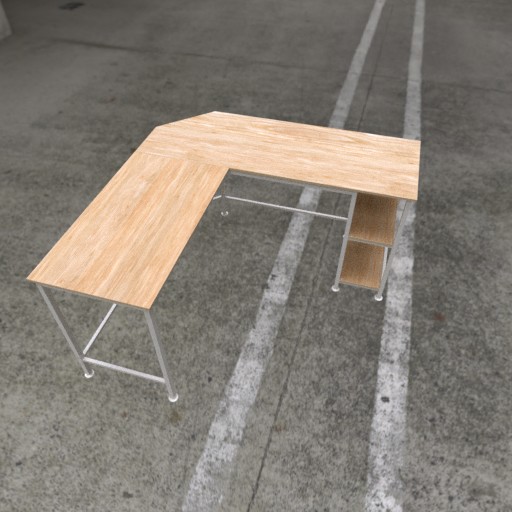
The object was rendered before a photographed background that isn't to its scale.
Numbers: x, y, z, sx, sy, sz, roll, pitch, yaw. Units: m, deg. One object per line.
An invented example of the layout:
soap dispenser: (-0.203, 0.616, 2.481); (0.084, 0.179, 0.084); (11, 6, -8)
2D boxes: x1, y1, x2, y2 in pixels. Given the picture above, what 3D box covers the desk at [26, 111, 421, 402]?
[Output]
desk: (0.000, 0.000, 2.239); (1.379, 0.739, 1.379); (12, 47, 11)
